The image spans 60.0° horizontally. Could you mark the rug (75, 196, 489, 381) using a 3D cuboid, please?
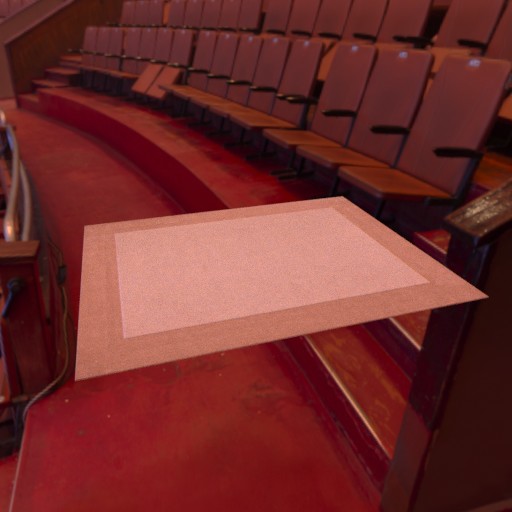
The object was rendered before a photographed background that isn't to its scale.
[{"bbox_3d":[0.000,0.000,4.090,3.048,0.014,2.438,-8,28,-16],"label":"rug"}]
